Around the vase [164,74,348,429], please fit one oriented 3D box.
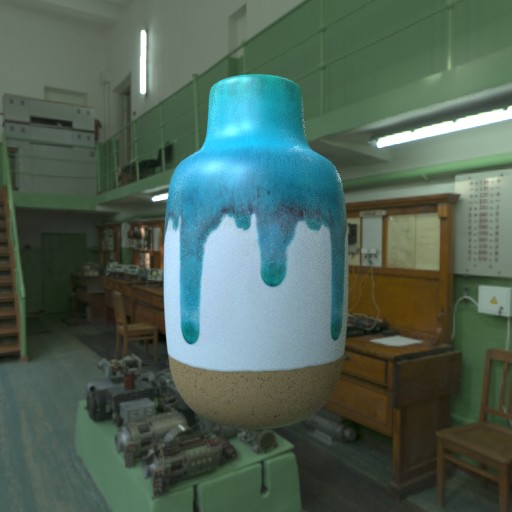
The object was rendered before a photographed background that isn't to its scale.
[{"bbox_3d":[0.000,0.000,0.259,0.106,0.192,0.106,0,2,0],"label":"vase"}]
